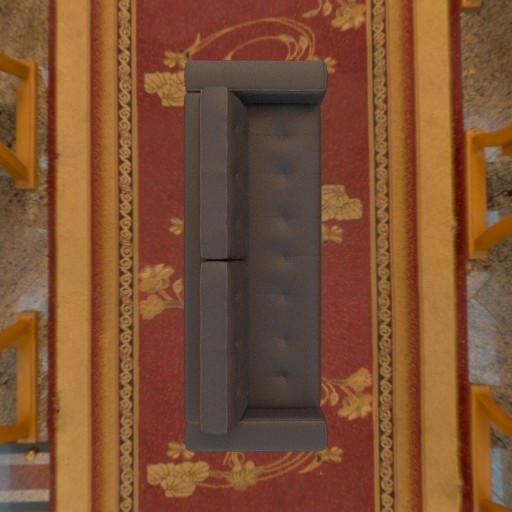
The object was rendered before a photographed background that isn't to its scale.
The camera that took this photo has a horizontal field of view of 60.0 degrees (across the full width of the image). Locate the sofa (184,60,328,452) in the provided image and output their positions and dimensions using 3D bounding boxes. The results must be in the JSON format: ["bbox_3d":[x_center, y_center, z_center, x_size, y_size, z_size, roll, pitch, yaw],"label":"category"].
[{"bbox_3d":[0.000,0.000,2.723,0.833,0.893,2.275,0,90,0],"label":"sofa"}]
